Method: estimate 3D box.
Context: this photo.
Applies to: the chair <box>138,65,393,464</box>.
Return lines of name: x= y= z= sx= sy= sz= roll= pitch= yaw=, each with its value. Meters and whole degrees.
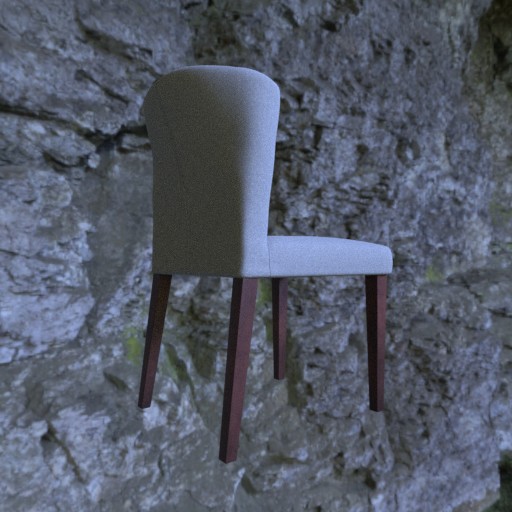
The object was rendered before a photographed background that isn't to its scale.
chair: x=0.000 y=0.000 z=1.214 sx=0.592 sy=0.839 sz=0.491 roll=0 pitch=-1 yaw=-38
